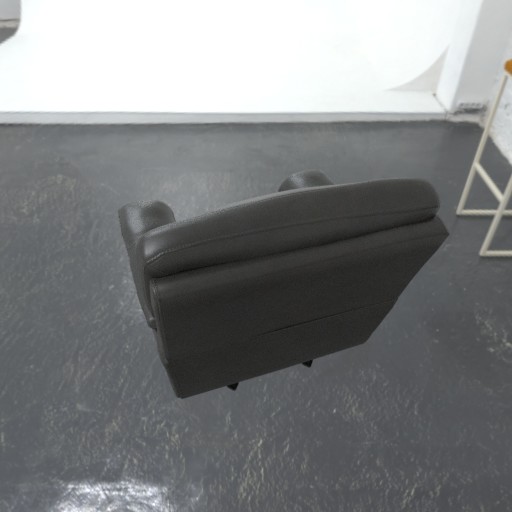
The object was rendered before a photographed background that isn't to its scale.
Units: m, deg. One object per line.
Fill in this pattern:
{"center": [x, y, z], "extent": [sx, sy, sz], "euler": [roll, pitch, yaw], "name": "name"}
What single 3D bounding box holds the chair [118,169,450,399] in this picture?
{"center": [0.000, 0.000, 1.996], "extent": [1.096, 1.109, 1.087], "euler": [-13, 41, -15], "name": "chair"}
